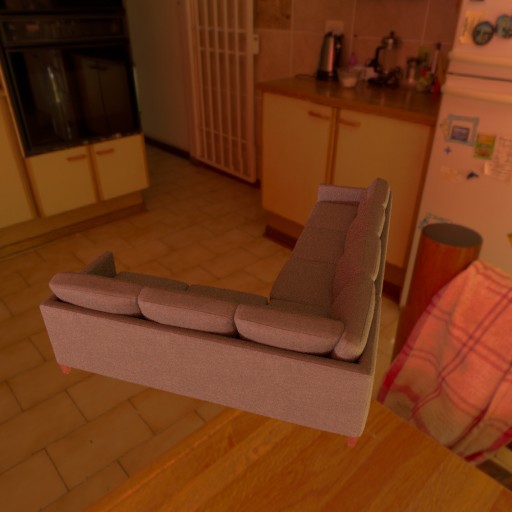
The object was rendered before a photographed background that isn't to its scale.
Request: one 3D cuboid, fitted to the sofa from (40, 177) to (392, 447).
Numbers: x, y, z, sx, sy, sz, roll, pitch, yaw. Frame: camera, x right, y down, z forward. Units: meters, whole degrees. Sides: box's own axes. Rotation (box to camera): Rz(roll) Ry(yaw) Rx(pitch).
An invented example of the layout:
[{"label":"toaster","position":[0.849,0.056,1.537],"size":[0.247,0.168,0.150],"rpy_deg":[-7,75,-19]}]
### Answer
[{"label":"sofa","position":[0.000,0.000,4.588],"size":[2.593,0.947,3.302],"rpy_deg":[9,32,15]}]
